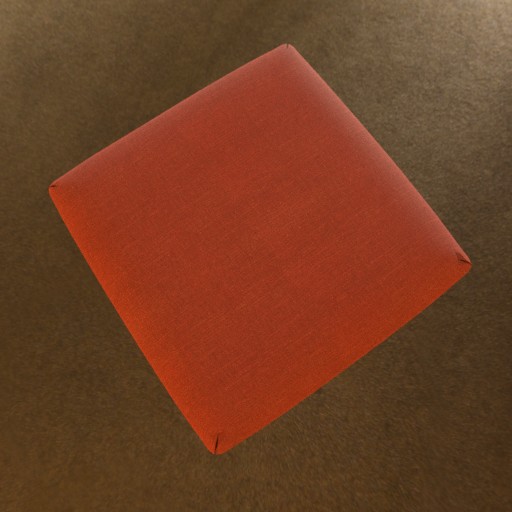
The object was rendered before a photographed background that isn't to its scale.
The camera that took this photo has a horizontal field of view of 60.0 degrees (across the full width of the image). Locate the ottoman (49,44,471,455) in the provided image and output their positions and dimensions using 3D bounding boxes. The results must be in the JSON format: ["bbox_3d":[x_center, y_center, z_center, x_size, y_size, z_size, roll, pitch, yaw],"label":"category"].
[{"bbox_3d":[0.000,0.000,0.879,0.497,0.475,0.507,-33,78,-8],"label":"ottoman"}]
